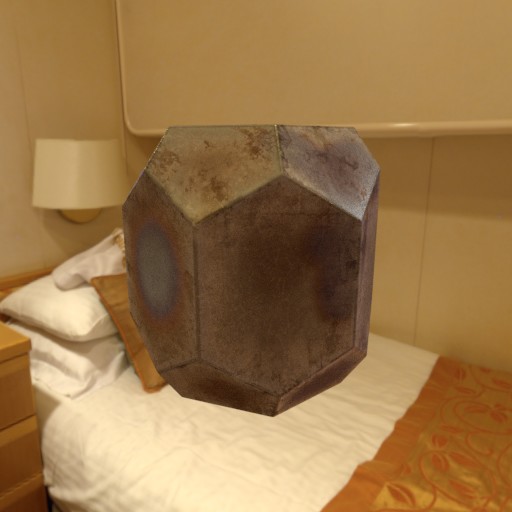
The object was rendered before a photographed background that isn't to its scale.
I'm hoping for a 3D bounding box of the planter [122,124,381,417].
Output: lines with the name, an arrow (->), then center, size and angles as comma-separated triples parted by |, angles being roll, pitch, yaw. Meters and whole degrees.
planter -> 0.000, 0.000, 0.428 | 0.243, 0.238, 0.221 | -2, 15, -9
